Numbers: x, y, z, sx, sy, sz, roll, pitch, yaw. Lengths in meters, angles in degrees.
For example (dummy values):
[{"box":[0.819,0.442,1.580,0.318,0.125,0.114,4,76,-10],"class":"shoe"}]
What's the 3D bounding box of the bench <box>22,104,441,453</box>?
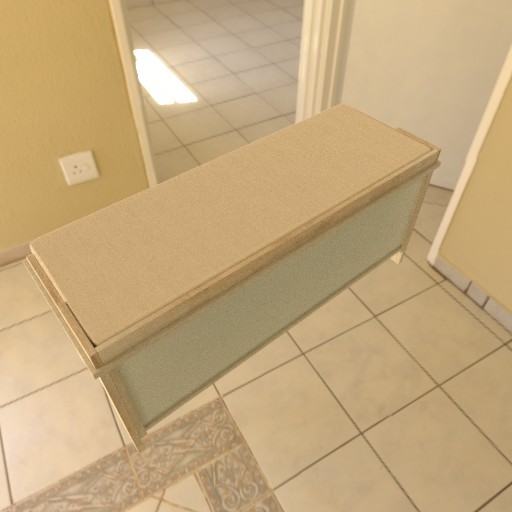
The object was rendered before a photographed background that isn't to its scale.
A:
[{"box":[0.000,0.000,1.363,1.140,0.501,0.398,-30,54,-26],"class":"bench"}]
